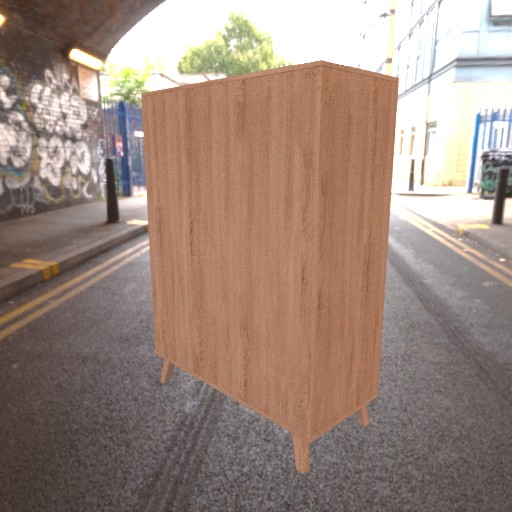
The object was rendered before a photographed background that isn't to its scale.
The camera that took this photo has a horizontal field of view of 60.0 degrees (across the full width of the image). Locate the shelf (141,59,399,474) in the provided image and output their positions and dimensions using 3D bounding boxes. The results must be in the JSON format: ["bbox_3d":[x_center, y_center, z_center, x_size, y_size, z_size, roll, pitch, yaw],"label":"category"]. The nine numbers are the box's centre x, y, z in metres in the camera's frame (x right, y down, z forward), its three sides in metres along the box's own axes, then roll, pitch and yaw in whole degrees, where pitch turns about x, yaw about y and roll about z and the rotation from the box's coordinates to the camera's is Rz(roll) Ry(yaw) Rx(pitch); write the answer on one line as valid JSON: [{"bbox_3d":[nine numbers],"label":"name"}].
[{"bbox_3d":[0.000,0.000,1.924,0.450,1.390,1.000,-12,18,-43],"label":"shelf"}]
